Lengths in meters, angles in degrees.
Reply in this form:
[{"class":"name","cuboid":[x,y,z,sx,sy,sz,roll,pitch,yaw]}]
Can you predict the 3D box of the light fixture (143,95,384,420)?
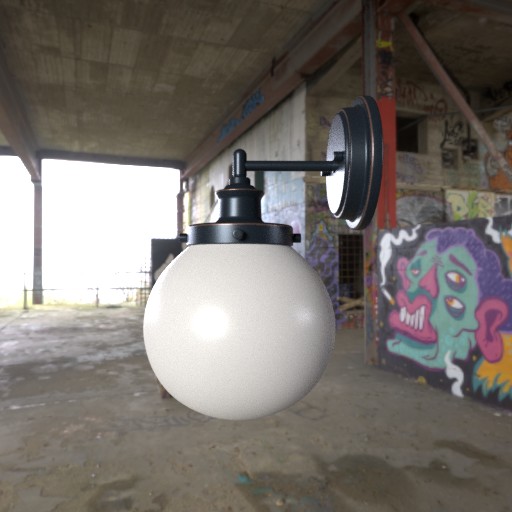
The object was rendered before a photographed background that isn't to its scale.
[{"class":"light fixture","cuboid":[0.000,0.000,0.467,0.230,0.332,0.197,0,-1,-1]}]
